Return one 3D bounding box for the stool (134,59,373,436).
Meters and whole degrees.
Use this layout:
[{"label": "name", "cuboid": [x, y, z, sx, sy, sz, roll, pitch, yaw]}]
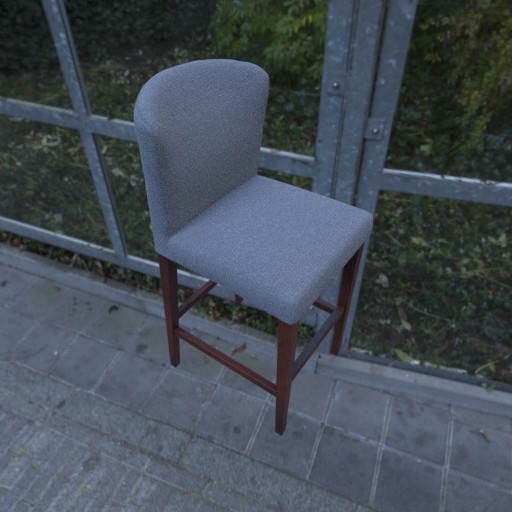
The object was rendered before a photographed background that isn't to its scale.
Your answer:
[{"label": "stool", "cuboid": [0.000, 0.000, 1.412, 0.568, 1.069, 0.486, 25, 46, 26]}]
